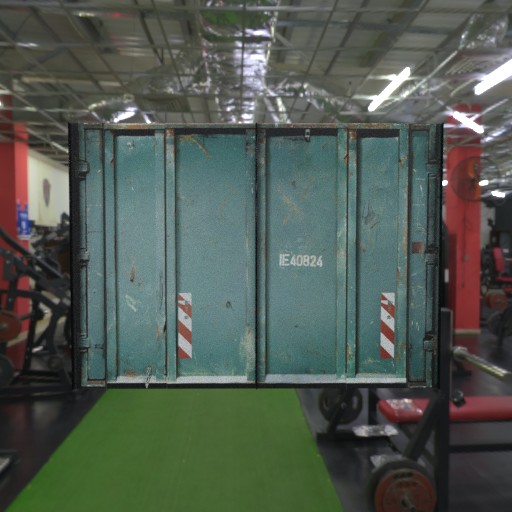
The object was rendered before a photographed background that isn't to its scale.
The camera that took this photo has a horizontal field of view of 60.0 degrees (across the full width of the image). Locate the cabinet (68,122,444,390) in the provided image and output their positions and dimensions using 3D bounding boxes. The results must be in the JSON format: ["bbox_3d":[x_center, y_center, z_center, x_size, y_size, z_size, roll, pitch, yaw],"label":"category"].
[{"bbox_3d":[0.000,0.000,3.913,3.001,2.160,0.680,0,2,0],"label":"cabinet"}]
